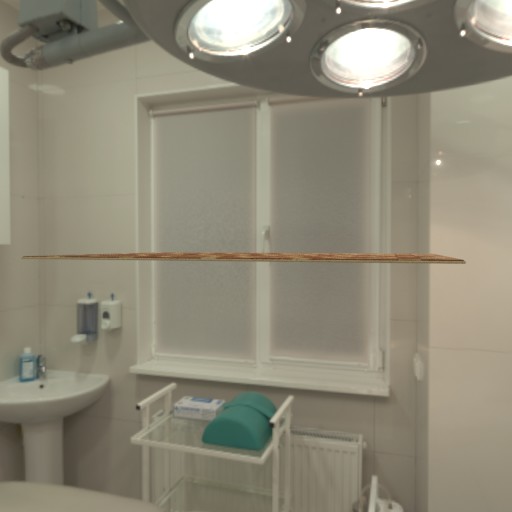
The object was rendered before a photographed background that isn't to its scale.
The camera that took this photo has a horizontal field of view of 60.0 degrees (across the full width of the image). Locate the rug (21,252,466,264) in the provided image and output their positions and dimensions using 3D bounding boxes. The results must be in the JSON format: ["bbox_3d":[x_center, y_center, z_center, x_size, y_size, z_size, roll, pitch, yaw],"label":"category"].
[{"bbox_3d":[0.000,0.000,2.893,2.286,0.016,1.555,0,1,17],"label":"rug"}]
